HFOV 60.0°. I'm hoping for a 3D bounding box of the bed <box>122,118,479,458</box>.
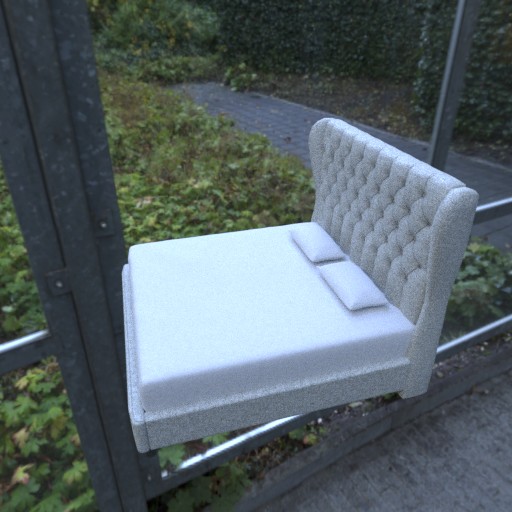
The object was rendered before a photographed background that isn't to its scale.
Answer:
[{"bbox_3d":[0.000,0.000,3.824,2.347,1.771,2.219,-8,31,-14],"label":"bed"}]
